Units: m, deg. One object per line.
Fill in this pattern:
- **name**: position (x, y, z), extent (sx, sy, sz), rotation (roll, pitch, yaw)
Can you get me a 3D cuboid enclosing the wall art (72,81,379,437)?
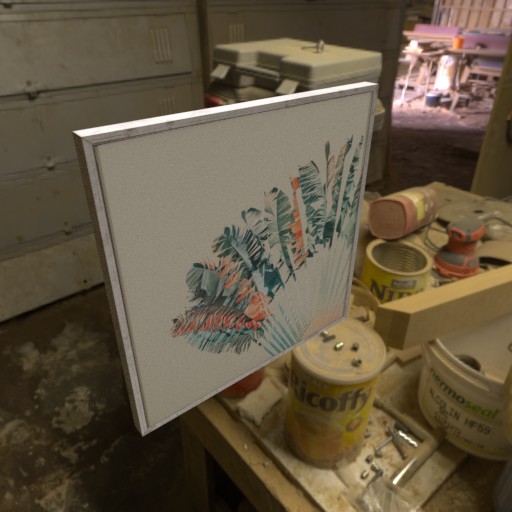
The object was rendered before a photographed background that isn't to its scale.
- **wall art**: position (0.000, 0.000, 0.758), extent (0.508, 0.506, 0.029), rotation (-22, 38, -32)
